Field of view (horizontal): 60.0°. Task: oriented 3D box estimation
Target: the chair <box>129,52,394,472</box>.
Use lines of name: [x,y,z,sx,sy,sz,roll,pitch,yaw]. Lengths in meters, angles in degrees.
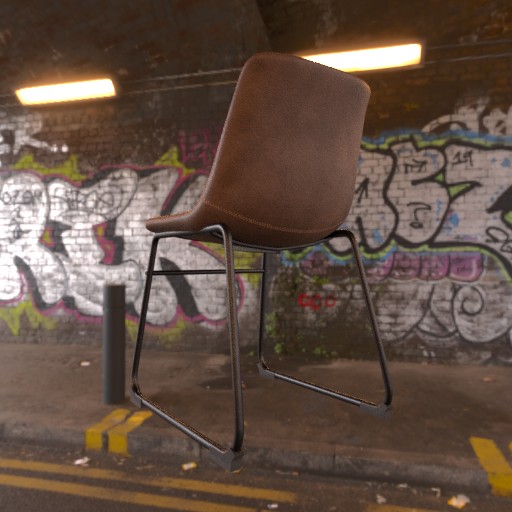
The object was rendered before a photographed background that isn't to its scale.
chair: [0.000,0.000,1.121,0.460,0.780,0.551,0,0,-36]
